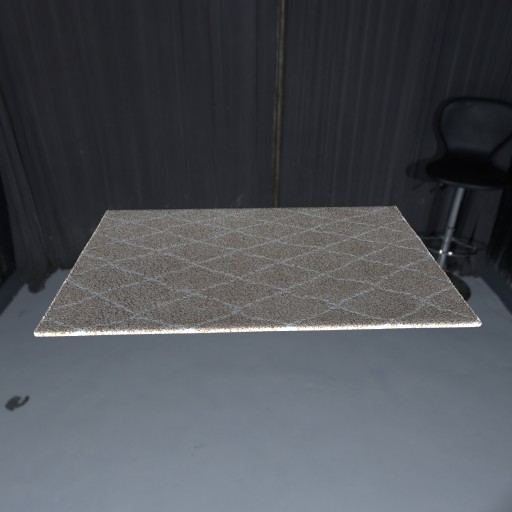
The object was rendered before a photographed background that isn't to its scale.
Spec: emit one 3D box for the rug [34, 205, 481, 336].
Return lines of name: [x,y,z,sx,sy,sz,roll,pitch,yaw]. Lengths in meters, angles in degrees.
rug: [0.000,0.000,3.461,2.743,0.030,1.778,-1,31,-2]
